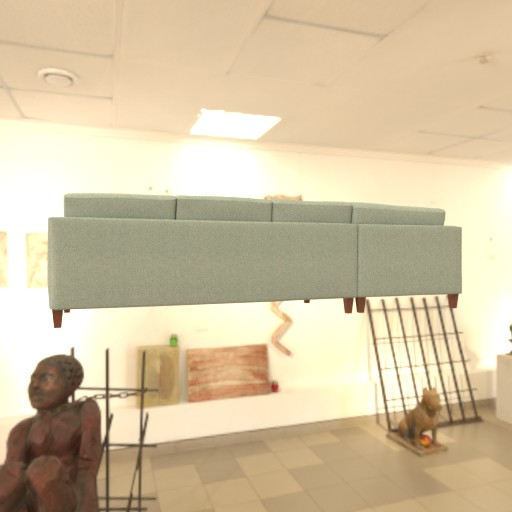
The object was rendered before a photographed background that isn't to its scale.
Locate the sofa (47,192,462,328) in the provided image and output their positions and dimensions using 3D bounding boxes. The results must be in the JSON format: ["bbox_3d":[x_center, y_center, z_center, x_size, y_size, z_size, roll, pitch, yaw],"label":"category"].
[{"bbox_3d":[0.000,0.000,4.220,3.470,0.953,1.600,0,0,-19],"label":"sofa"}]
